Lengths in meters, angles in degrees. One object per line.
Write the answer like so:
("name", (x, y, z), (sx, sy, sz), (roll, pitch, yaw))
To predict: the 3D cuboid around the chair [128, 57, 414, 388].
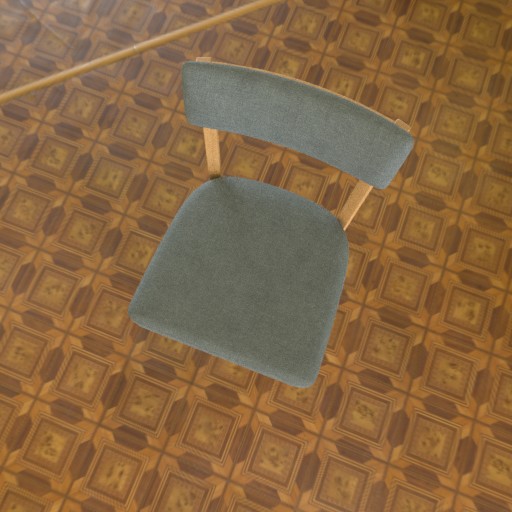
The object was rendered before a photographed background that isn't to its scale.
("chair", (0.000, 0.000, 1.208), (0.508, 0.832, 0.572), (20, 77, 5))
